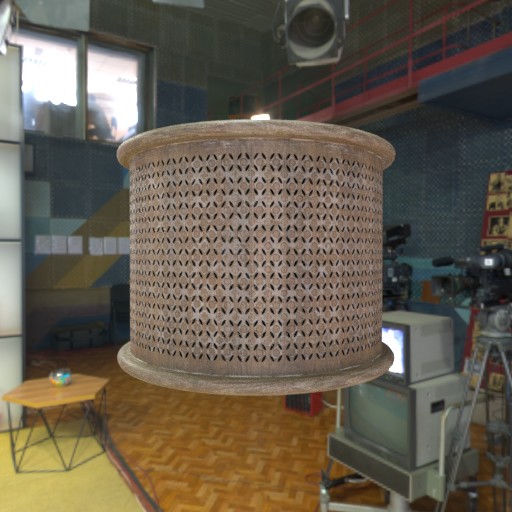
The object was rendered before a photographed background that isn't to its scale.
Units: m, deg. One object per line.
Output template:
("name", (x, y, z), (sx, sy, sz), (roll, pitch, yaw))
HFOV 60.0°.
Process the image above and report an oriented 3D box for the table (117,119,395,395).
("table", (0.000, 0.000, 1.014), (0.607, 0.450, 0.607), (0, 1, 0))
